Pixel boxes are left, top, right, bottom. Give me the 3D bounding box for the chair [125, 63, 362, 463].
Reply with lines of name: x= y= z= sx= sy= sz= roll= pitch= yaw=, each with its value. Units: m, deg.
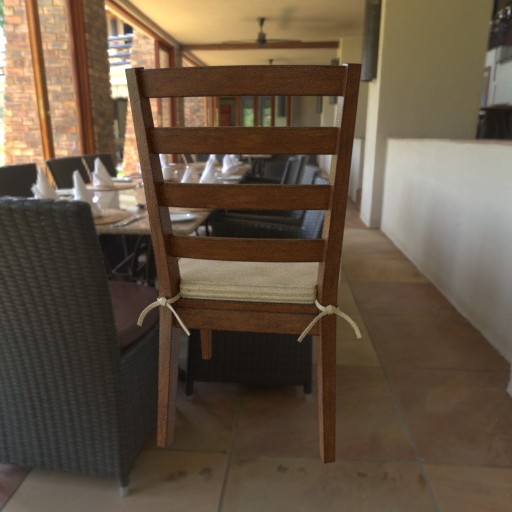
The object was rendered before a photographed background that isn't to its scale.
chair: x=0.000 y=0.000 z=1.315 sx=0.593 sy=0.979 sz=0.595 roll=2 pitch=15 yaw=7
